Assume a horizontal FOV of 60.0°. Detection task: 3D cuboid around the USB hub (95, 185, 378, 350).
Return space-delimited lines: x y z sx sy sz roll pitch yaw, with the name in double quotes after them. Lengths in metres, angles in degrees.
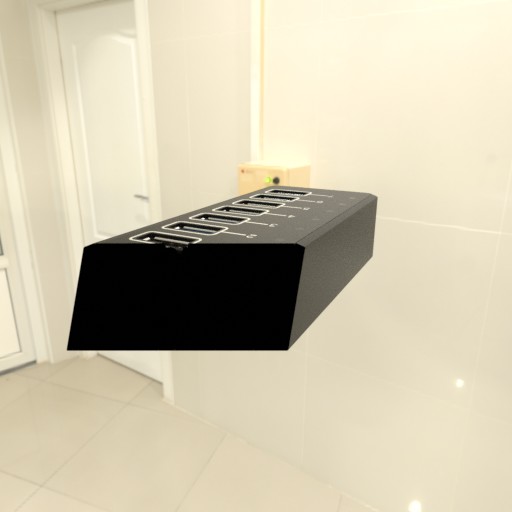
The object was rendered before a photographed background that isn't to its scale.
0.000 0.000 0.128 0.044 0.023 0.110 9 20 26 "USB hub"
